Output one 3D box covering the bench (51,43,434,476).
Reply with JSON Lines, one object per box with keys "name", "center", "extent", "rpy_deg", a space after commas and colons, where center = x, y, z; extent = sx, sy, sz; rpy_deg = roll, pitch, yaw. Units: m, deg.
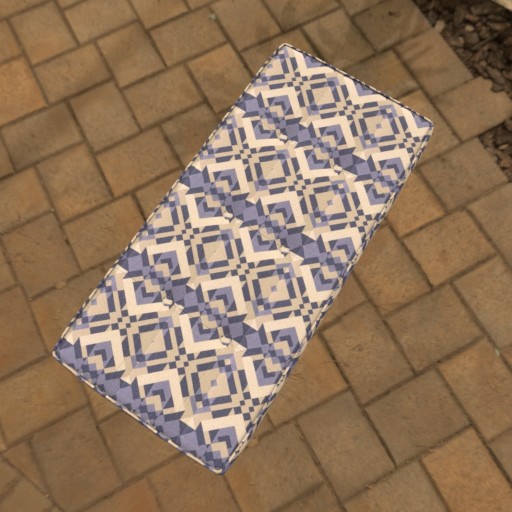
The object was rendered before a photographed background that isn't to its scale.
{"name": "bench", "center": [0.000, 0.000, 1.285], "extent": [0.492, 0.477, 1.016], "rpy_deg": [32, 77, 8]}
